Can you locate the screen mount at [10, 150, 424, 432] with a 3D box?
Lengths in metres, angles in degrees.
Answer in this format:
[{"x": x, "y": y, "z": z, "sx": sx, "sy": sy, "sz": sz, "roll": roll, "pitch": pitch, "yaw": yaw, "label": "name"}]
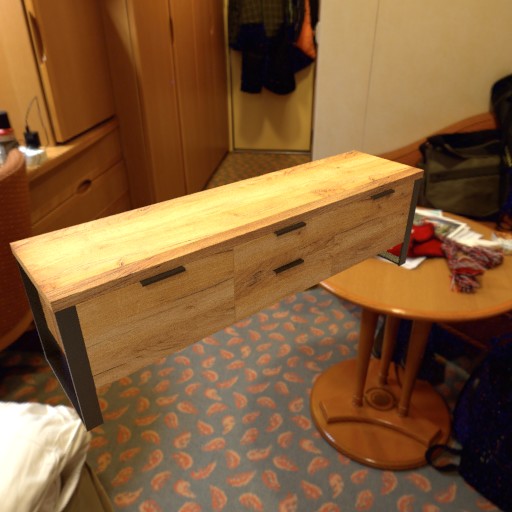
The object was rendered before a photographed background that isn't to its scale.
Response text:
[{"x": 0.000, "y": 0.000, "z": 1.683, "sx": 1.524, "sy": 0.450, "sz": 0.395, "roll": -22, "pitch": 36, "yaw": -33, "label": "screen mount"}]
